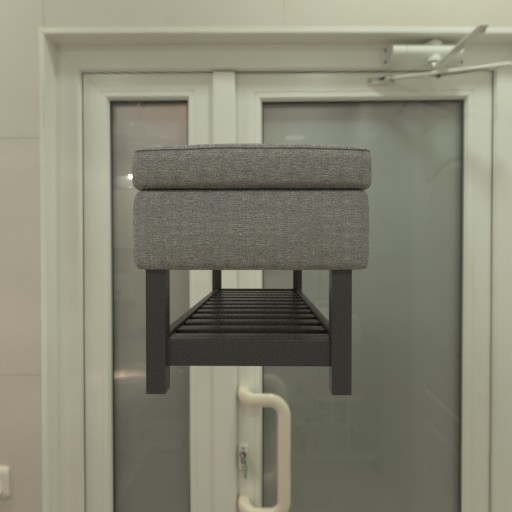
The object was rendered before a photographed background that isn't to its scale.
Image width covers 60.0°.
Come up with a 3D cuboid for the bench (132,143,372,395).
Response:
[{"bbox_3d":[0.000,0.000,1.294,0.429,0.470,1.100,0,1,1],"label":"bench"}]
